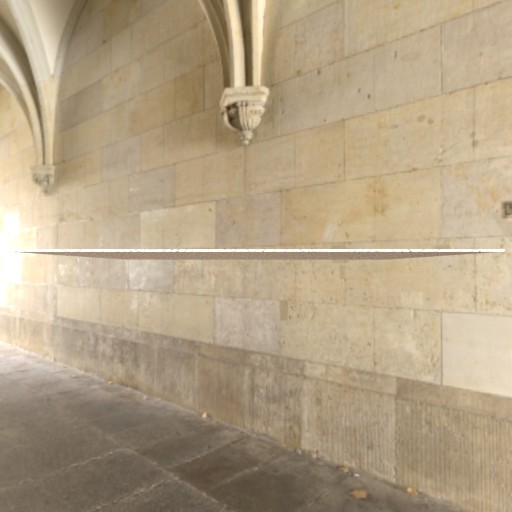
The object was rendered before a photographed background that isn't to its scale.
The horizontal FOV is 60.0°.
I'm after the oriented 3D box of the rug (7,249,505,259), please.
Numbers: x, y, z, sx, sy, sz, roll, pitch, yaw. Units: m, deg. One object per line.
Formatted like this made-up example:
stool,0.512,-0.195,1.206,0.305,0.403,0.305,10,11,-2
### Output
rug,0.000,0.000,3.935,3.049,0.015,2.457,0,-2,0
